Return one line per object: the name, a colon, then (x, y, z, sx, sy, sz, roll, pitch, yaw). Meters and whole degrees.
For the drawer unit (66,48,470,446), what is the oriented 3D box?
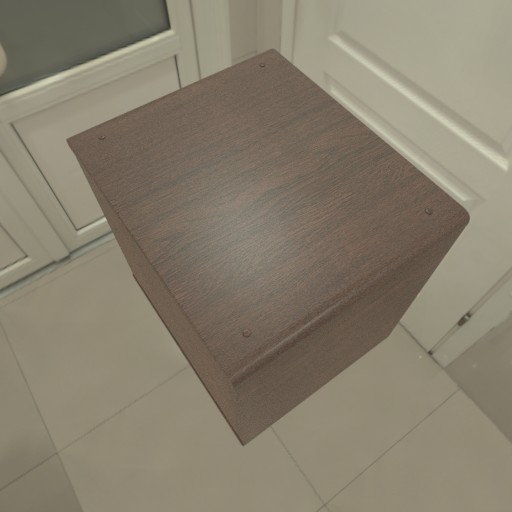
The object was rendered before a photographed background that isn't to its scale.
drawer unit: (0.000, 0.000, 0.617, 0.290, 0.344, 0.344, -31, 64, -17)
